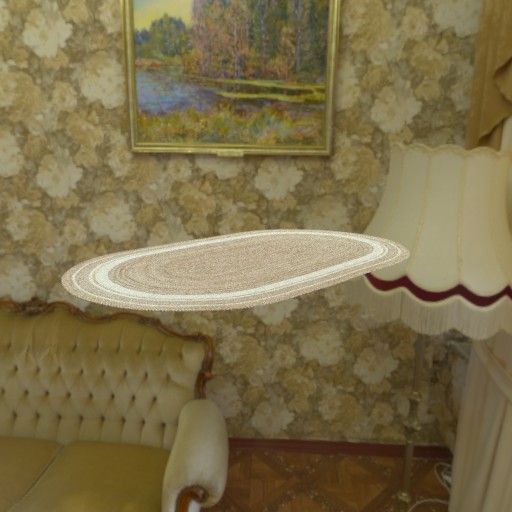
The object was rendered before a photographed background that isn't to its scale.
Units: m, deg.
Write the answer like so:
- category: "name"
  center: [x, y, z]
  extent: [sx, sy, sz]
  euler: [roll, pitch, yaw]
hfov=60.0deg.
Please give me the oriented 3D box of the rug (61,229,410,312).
- category: "rug"
  center: [0.000, 0.000, 2.939]
  extent: [2.432, 0.006, 1.520]
  euler: [-12, 18, -43]
